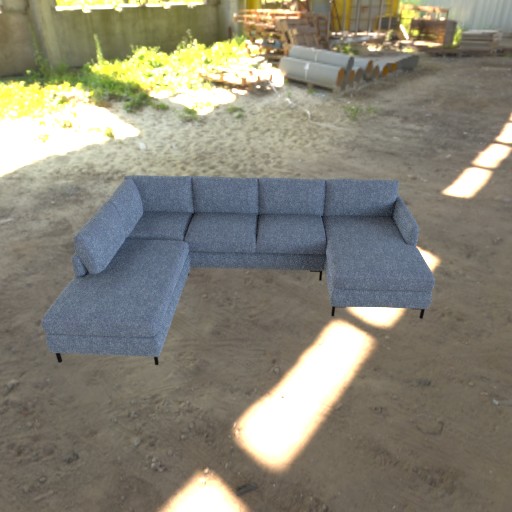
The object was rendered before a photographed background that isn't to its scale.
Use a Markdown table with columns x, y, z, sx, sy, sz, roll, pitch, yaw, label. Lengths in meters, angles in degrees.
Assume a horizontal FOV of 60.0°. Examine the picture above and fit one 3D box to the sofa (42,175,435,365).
| x | y | z | sx | sy | sz | roll | pitch | yaw | label |
| --- | --- | --- | --- | --- | --- | --- | --- | --- | --- |
| 0.000 | 0.000 | 3.617 | 2.737 | 0.756 | 1.879 | 1 | 30 | 2 | sofa |
